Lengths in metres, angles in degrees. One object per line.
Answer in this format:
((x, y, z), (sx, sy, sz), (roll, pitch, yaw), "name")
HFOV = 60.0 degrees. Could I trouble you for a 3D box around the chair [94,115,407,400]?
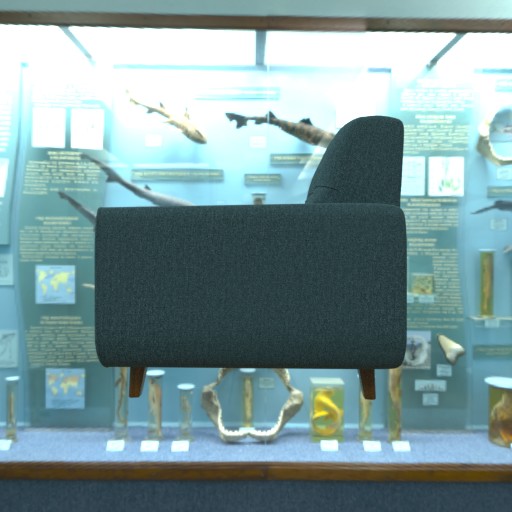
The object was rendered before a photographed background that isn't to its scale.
((0.000, 0.000, 1.734), (0.964, 0.940, 0.880), (0, 0, 1), "chair")
